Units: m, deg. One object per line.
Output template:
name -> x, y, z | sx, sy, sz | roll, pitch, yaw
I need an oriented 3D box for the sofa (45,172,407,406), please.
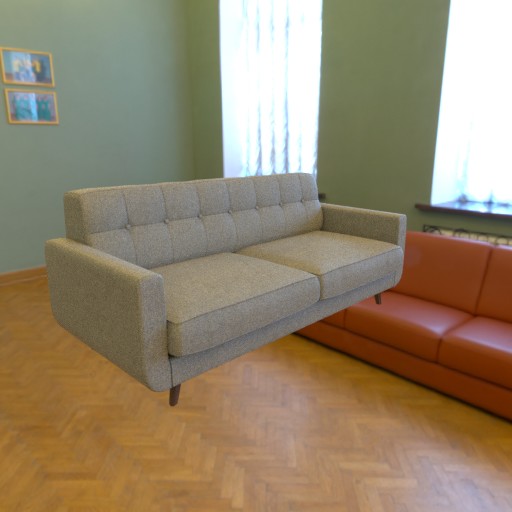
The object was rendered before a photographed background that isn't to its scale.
sofa -> 0.000, 0.000, 2.624 | 2.055, 0.873, 0.968 | -14, 20, -43
